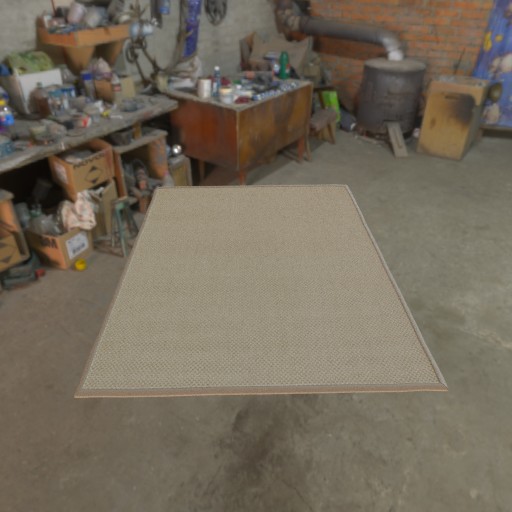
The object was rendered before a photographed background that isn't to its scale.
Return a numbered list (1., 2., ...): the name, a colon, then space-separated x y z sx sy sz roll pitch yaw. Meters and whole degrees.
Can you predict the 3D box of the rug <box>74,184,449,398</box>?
1. rug: 0.000 0.000 2.663 1.525 0.020 2.081 -1 33 -1
